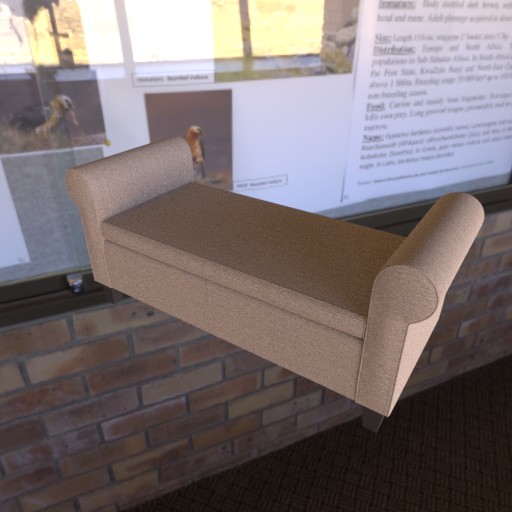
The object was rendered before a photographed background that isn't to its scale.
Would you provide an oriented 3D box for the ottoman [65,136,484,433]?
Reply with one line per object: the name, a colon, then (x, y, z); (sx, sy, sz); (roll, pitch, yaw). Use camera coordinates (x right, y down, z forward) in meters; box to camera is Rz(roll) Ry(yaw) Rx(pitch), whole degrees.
ottoman: (0.000, 0.000, 1.510); (1.256, 0.547, 0.521); (19, 35, 29)
